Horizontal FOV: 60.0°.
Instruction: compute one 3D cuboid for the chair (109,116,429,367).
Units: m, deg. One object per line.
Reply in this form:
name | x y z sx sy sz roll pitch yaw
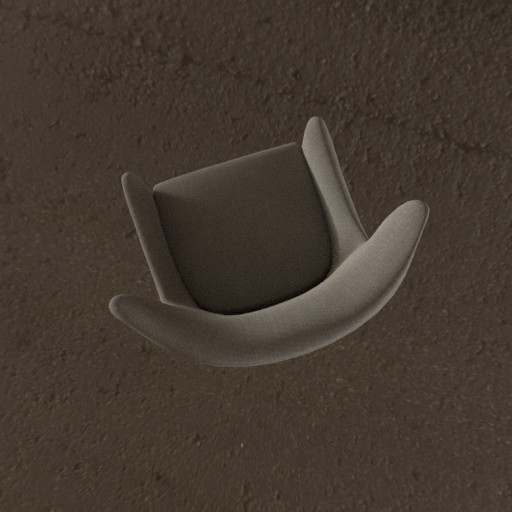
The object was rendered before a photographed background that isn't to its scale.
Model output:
chair | 0.000 0.000 1.432 0.732 0.948 0.677 -18 77 -4
